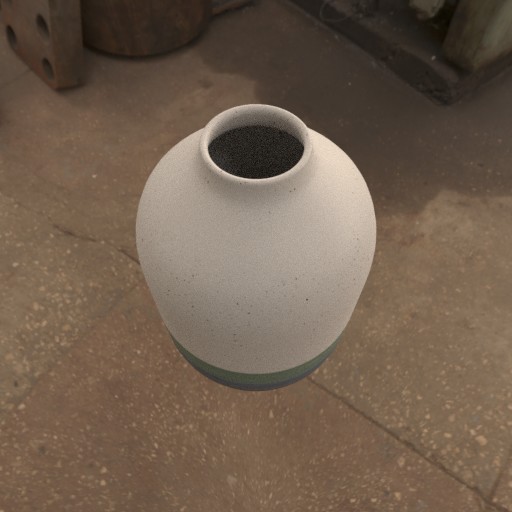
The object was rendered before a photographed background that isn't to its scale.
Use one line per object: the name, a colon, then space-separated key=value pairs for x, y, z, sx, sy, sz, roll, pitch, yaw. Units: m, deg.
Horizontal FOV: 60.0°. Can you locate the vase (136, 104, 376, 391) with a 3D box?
vase: x=0.000 y=0.000 z=0.348 sx=0.169 sy=0.240 sz=0.169 roll=0 pitch=58 yaw=0
